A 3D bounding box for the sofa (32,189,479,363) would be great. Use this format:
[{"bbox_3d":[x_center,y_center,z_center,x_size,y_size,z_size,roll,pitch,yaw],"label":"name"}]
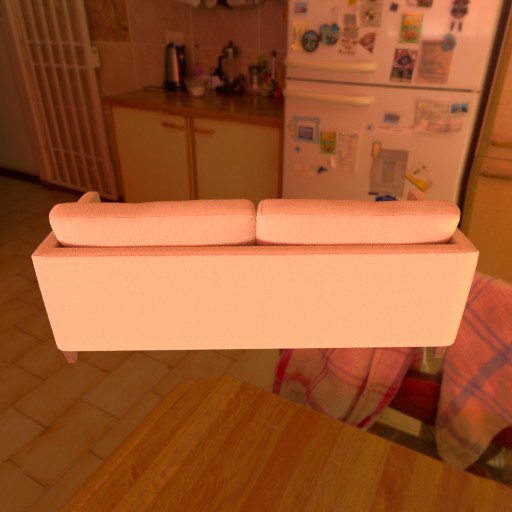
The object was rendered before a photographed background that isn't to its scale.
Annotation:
[{"bbox_3d":[0.000,0.000,2.832,2.361,0.968,0.951,-1,29,-1],"label":"sofa"}]
